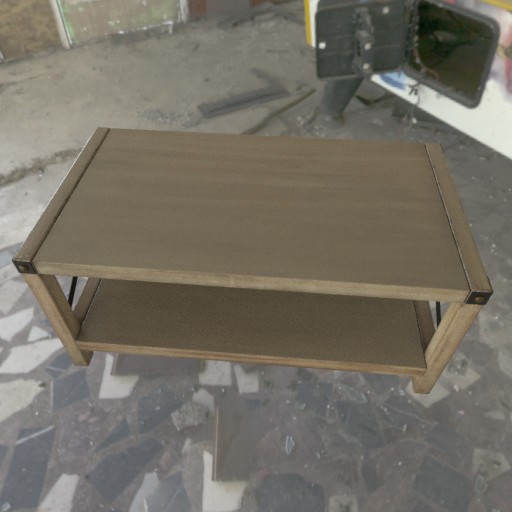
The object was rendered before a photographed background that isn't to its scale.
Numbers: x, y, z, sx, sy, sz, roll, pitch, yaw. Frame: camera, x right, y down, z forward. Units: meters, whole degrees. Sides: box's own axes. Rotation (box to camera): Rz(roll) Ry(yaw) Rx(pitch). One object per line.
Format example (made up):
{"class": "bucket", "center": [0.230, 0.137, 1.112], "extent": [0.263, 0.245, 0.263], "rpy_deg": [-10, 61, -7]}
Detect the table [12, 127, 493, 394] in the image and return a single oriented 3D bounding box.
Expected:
{"class": "table", "center": [0.000, 0.000, 1.265], "extent": [1.016, 0.456, 0.559], "rpy_deg": [4, 47, 3]}
